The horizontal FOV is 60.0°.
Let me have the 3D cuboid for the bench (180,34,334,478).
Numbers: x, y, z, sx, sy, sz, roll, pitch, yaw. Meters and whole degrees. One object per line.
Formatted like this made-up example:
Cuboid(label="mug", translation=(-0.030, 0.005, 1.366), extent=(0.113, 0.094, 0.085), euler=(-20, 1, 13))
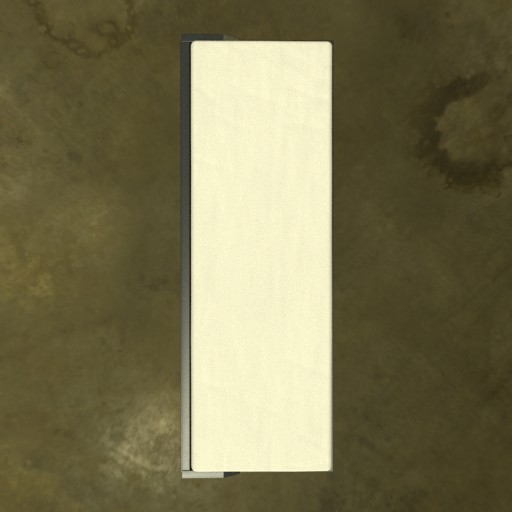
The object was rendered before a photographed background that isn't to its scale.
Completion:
Cuboid(label="bench", translation=(0.000, 0.000, 1.217), extent=(0.345, 0.561, 0.973), euler=(0, 90, -1))
